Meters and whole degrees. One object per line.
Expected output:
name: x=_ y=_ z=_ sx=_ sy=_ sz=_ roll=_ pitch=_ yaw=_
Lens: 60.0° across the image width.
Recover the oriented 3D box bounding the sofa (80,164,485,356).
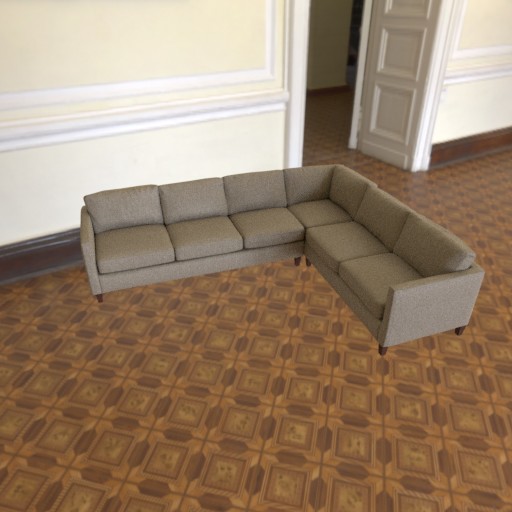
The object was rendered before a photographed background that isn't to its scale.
sofa: x=0.000 y=0.000 z=4.461 sx=3.302 sy=0.947 sz=2.593 roll=-10 pitch=32 yaw=-16
